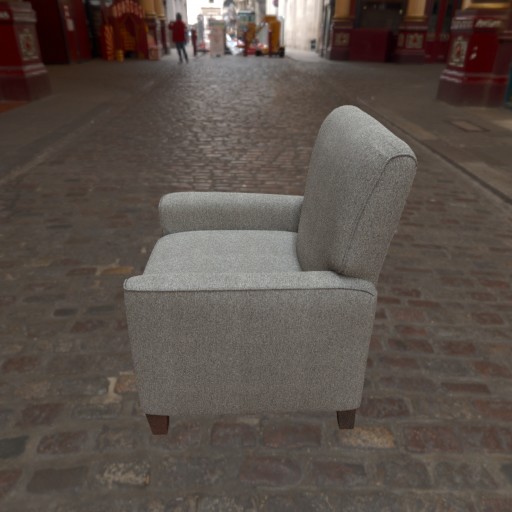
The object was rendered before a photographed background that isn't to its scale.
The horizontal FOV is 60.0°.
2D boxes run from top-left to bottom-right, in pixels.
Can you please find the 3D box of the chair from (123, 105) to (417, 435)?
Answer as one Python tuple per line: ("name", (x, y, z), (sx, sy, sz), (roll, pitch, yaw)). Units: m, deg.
("chair", (0.000, 0.000, 1.675), (0.858, 1.028, 0.841), (-1, 28, -2))
